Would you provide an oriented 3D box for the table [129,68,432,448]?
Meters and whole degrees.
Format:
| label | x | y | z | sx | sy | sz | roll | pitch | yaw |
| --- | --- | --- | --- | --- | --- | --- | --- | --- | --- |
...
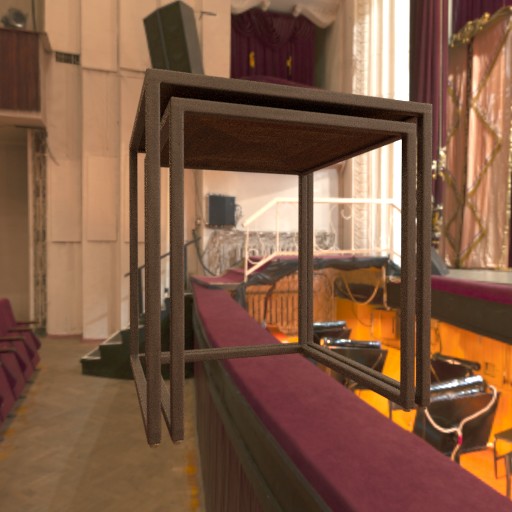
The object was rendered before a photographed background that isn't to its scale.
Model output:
| label | x | y | z | sx | sy | sz | roll | pitch | yaw |
| --- | --- | --- | --- | --- | --- | --- | --- | --- | --- |
| table | 0.000 | 0.000 | 0.859 | 0.450 | 0.500 | 0.449 | 0 | 1 | -19 |
